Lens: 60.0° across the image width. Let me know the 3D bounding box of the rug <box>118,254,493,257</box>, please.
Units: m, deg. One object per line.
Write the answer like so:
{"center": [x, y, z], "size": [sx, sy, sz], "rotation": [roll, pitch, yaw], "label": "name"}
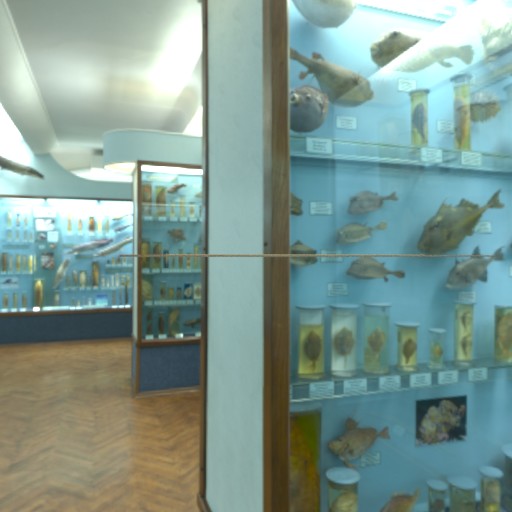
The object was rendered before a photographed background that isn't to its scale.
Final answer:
{"center": [0.000, 0.000, 4.109], "size": [2.438, 0.014, 3.048], "rotation": [0, 0, -17], "label": "rug"}
